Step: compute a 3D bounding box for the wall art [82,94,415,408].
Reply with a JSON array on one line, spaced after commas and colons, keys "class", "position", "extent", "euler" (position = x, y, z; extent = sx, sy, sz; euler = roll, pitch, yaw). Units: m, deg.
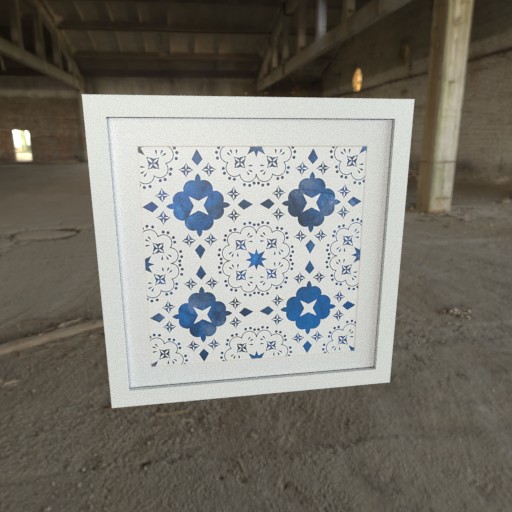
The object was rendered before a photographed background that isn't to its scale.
[{"class": "wall art", "position": [0.000, 0.000, 0.526], "extent": [0.355, 0.355, 0.027], "euler": [-2, 15, -9]}]
